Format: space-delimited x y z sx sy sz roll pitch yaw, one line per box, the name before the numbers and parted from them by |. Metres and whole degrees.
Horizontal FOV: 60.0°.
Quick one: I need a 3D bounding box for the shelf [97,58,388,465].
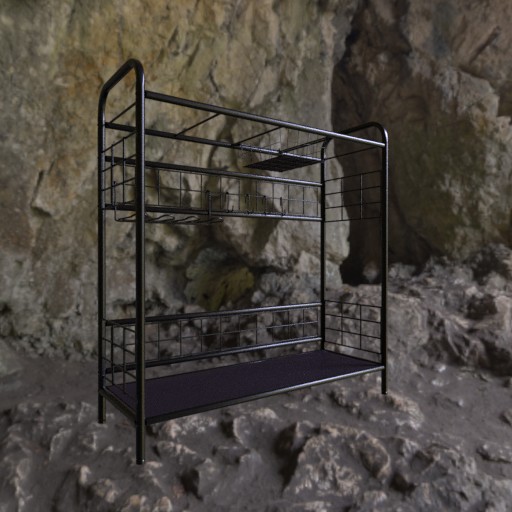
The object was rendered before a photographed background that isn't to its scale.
shelf | 0.000 0.000 1.505 0.961 1.026 0.350 0 0 -35
